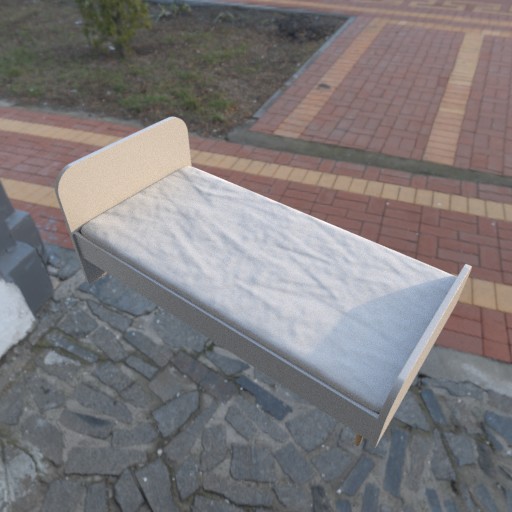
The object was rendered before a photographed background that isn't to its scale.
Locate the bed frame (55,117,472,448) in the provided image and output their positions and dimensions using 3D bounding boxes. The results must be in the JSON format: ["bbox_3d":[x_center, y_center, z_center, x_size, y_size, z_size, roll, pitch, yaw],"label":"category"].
[{"bbox_3d":[0.000,0.000,2.428,1.963,0.805,0.998,26,48,27],"label":"bed frame"}]
